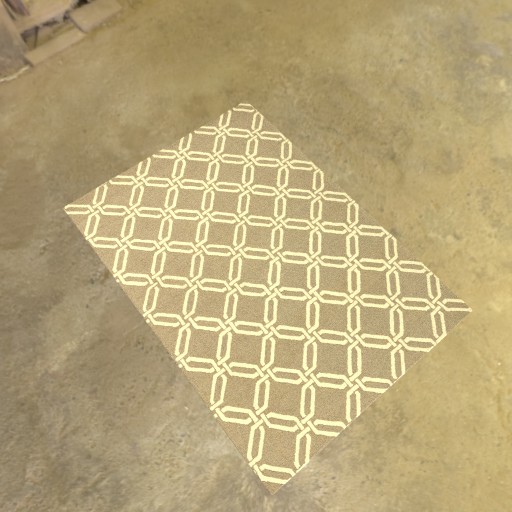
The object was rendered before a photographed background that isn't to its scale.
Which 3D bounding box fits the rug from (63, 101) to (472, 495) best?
[{"bbox_3d":[0.000,0.000,4.384,2.441,0.020,3.419,-36,69,-16],"label":"rug"}]
